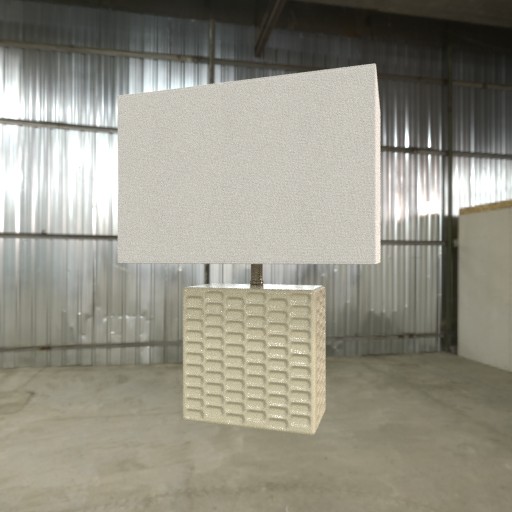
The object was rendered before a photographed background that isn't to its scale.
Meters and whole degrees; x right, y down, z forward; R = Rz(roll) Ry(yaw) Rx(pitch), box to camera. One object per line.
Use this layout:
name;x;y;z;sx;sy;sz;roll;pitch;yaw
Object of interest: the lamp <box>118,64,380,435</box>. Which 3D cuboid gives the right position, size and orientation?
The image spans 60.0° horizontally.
lamp;0.000;0.000;0.713;0.380;0.515;0.200;0;0;17
